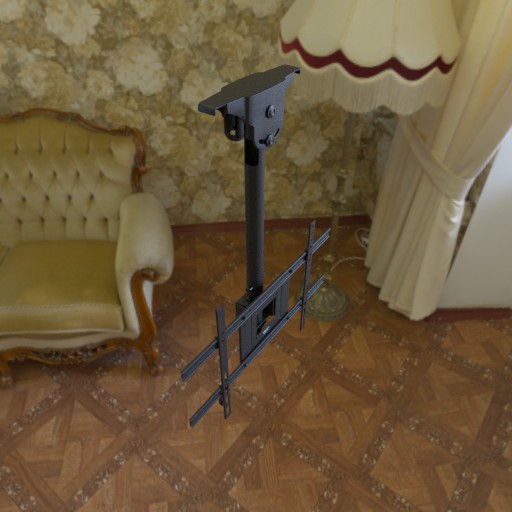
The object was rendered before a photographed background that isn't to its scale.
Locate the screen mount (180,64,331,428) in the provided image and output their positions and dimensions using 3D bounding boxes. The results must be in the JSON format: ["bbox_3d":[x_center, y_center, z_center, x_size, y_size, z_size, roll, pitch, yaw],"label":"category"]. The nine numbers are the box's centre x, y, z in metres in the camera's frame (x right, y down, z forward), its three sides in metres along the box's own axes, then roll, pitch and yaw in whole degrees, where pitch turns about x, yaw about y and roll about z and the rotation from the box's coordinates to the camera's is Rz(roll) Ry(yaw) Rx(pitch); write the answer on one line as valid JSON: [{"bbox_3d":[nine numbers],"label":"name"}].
[{"bbox_3d":[0.000,0.000,1.017,0.090,0.775,0.595,25,46,27],"label":"screen mount"}]
